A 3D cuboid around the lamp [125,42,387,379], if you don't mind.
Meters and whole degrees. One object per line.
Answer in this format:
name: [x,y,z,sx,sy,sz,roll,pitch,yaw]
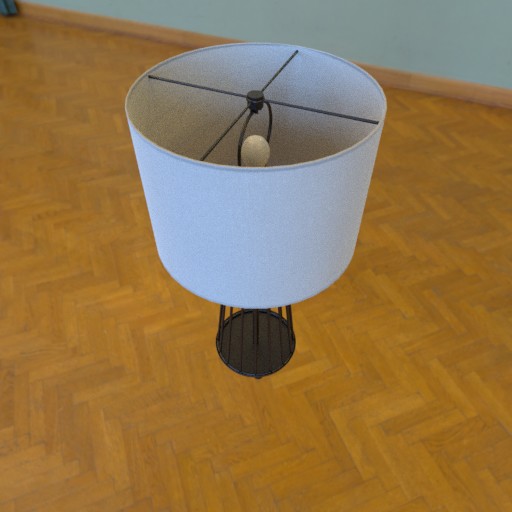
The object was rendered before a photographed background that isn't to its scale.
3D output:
lamp: [0.000,0.000,0.769,0.322,0.593,0.322,17,49,16]
